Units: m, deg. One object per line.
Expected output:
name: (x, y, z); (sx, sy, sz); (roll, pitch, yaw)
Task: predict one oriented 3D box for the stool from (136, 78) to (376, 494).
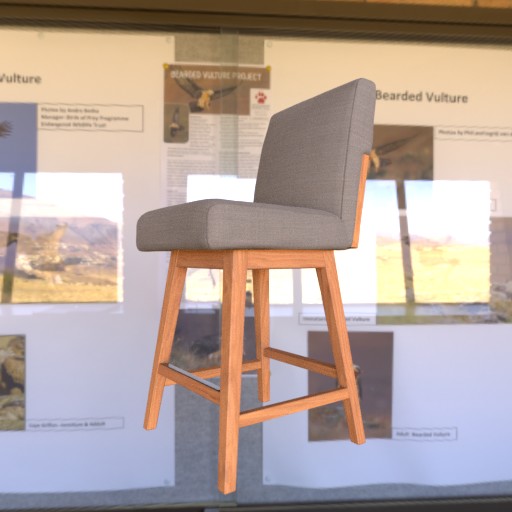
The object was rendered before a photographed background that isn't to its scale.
stool: (0.000, 0.000, 1.273); (0.570, 1.019, 0.459); (0, 0, -36)
